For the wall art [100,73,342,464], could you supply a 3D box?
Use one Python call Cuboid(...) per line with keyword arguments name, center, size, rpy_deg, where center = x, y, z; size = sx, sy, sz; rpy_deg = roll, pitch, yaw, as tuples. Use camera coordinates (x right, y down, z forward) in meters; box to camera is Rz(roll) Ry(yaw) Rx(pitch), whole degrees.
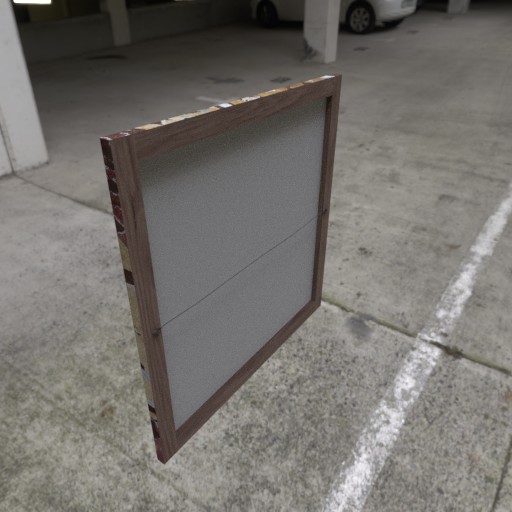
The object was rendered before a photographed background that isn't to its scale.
Cuboid(name="wall art", center=(0.000, 0.000, 1.109), size=(0.028, 0.762, 0.757), rpy_deg=(20, 36, 30))
